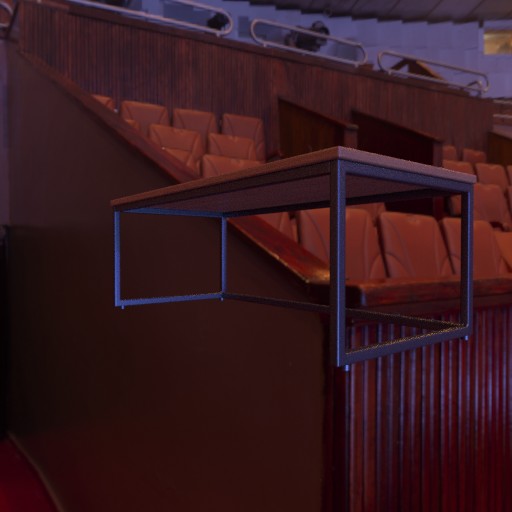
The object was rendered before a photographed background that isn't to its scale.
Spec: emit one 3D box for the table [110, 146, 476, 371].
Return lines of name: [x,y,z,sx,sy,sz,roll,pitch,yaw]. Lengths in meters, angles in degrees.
table: [0.000,0.000,1.358,0.500,0.400,1.100,-1,1,-38]
